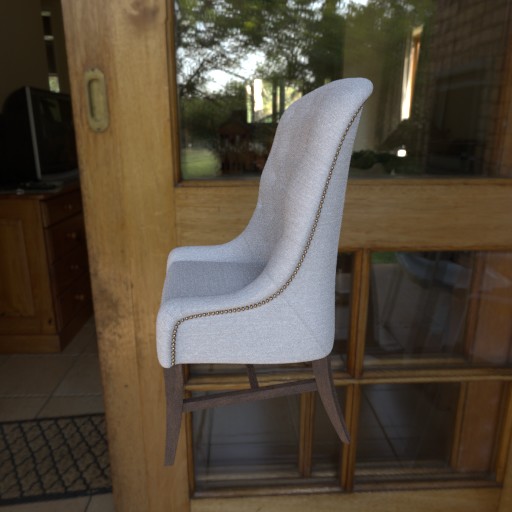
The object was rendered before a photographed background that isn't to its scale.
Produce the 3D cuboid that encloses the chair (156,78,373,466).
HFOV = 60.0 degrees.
[{"bbox_3d":[0.000,0.000,1.459,0.629,1.091,0.634,-2,16,-8],"label":"chair"}]
